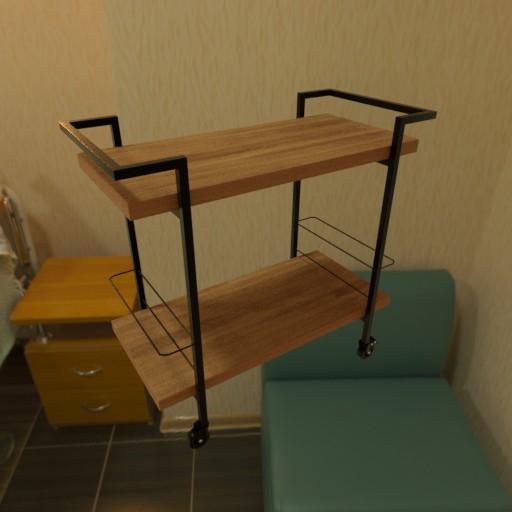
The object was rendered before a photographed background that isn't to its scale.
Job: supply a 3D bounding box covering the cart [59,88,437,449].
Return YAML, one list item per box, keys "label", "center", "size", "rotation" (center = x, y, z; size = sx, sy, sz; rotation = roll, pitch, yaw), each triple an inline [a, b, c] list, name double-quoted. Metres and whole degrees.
- label: "cart"
  center: [0.000, 0.000, 1.237]
  size: [0.806, 0.762, 0.406]
  rotation: [-18, 35, -28]
